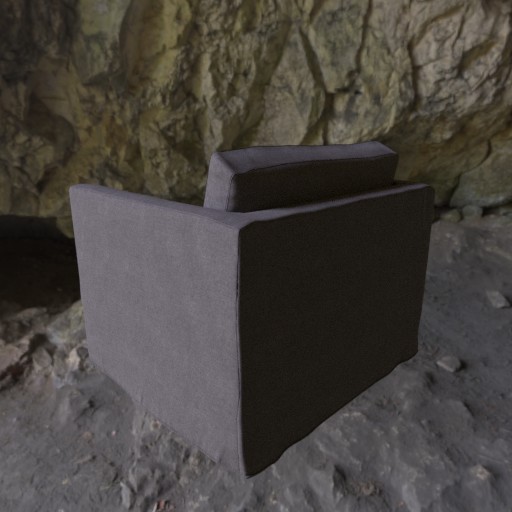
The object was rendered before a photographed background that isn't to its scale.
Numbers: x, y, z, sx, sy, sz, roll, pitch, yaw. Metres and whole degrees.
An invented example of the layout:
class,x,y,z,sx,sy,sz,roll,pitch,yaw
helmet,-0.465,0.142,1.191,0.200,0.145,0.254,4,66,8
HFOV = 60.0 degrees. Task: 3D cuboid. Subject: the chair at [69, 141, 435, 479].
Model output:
class,x,y,z,sx,sy,sz,roll,pitch,yaw
chair,0.000,0.000,1.717,1.057,0.863,0.949,-16,23,-43
